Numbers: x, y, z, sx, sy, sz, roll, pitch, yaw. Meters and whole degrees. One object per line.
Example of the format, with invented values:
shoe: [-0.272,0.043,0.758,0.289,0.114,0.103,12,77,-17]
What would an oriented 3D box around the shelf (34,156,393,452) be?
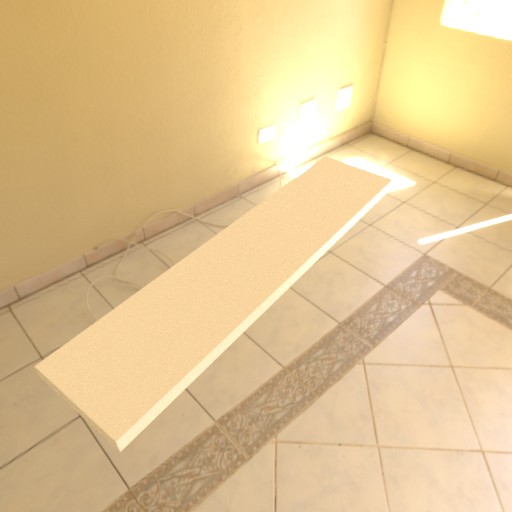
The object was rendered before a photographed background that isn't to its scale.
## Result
shelf: [0.000,0.000,0.641,0.140,0.020,0.610,27,47,28]
